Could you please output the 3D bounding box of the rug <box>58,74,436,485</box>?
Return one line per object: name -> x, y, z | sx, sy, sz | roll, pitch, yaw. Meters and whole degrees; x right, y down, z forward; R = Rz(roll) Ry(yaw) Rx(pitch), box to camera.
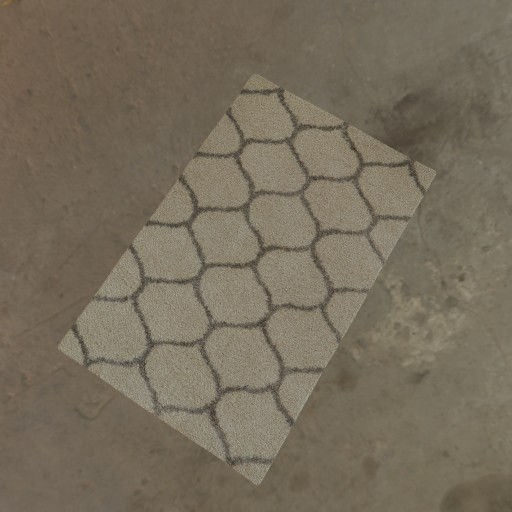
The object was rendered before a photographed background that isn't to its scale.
rug -> 0.000, 0.000, 2.939 | 1.501, 0.024, 2.348 | 31, 78, 7
